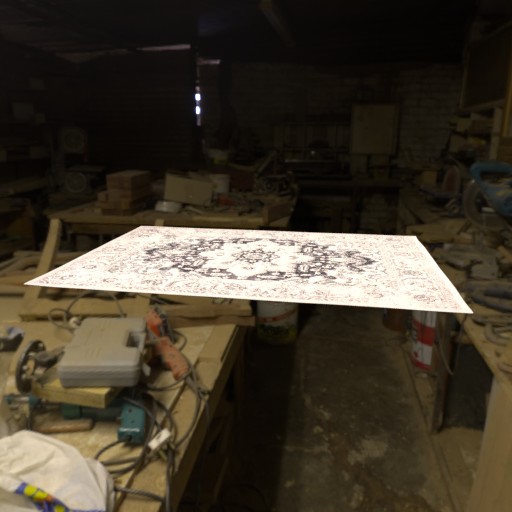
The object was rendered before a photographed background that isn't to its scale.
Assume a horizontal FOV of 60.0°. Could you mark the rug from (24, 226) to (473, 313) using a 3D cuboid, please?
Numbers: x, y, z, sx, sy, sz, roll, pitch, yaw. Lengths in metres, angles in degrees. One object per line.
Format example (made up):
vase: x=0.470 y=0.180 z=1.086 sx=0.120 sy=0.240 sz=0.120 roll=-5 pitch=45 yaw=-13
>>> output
rug: x=0.000 y=0.000 z=2.324 sx=1.813 sy=0.008 sz=1.223 roll=3 pitch=16 yaw=9
